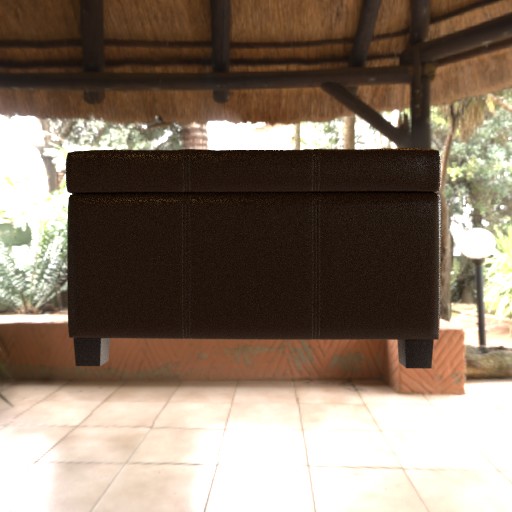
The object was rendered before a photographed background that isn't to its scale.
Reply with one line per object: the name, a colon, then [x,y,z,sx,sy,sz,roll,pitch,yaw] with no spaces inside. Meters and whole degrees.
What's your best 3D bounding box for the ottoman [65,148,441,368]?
ottoman: [0.000,0.000,1.293,0.788,0.460,0.787,0,0,1]
